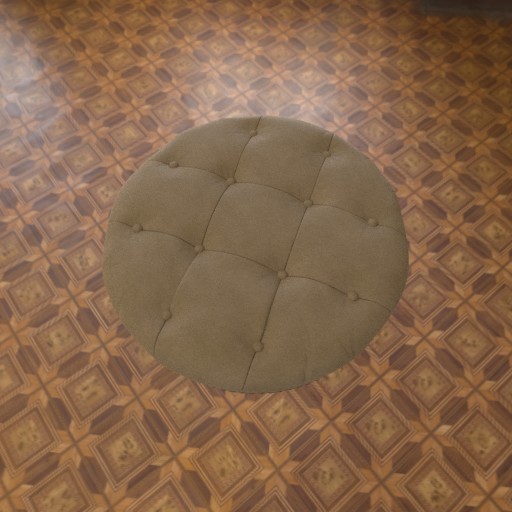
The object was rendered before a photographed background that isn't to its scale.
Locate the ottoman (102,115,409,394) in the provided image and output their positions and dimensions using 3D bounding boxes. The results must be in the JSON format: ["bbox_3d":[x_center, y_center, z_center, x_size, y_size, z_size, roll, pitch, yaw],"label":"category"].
[{"bbox_3d":[0.000,0.000,1.422,0.901,0.439,0.901,0,62,0],"label":"ottoman"}]
